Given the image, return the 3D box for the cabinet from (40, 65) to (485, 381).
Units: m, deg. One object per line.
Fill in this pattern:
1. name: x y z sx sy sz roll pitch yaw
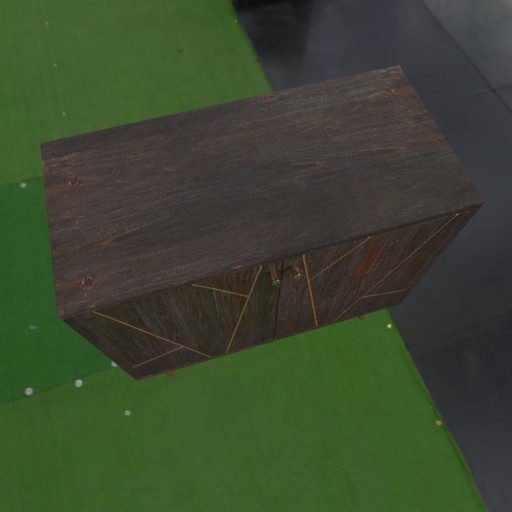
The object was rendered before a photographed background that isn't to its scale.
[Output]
1. cabinet: 0.000 0.000 1.512 1.023 0.897 0.529 -15 64 -7
